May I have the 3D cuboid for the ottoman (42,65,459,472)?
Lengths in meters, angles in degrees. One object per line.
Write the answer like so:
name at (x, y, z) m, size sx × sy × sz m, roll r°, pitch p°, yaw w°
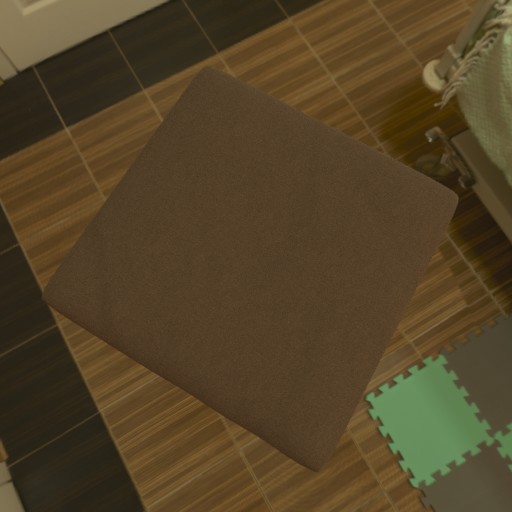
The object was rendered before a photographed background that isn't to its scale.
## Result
ottoman at (0.000, 0.000, 1.813) m, size 1.181 × 0.470 × 1.181 m, roll 30°, pitch 78°, yaw 7°
